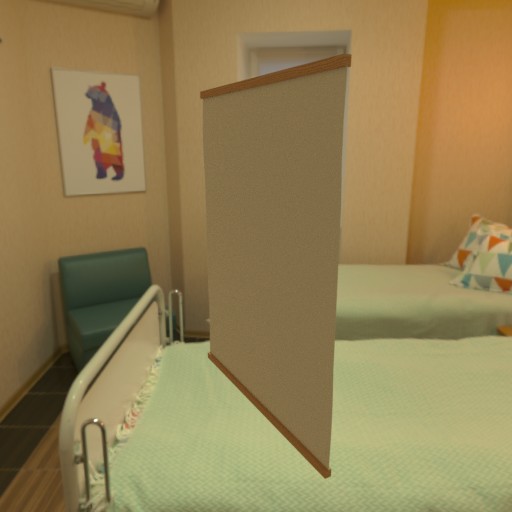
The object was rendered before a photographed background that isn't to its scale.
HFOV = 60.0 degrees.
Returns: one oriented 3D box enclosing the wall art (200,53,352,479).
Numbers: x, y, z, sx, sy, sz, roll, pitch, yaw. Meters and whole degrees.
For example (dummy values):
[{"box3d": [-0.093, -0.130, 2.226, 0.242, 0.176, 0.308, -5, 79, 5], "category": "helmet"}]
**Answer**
[{"box3d": [0.000, 0.000, 0.805, 0.011, 0.605, 0.458, -8, 16, -28], "category": "wall art"}]
